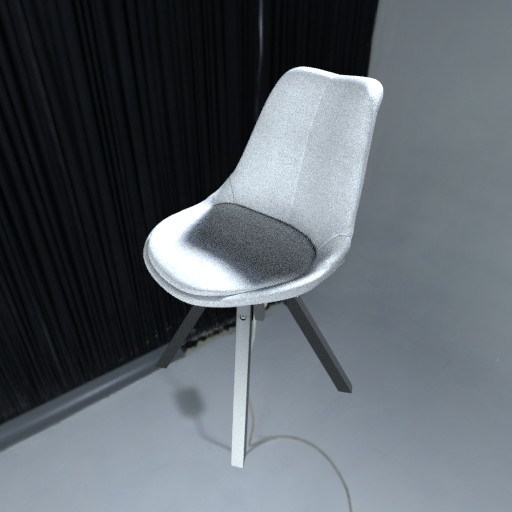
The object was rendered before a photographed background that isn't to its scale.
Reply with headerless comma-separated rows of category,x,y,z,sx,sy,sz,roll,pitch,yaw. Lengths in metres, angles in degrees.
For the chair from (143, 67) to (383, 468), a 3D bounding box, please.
chair,0.000,0.000,1.155,0.550,0.850,0.485,-22,37,-32
